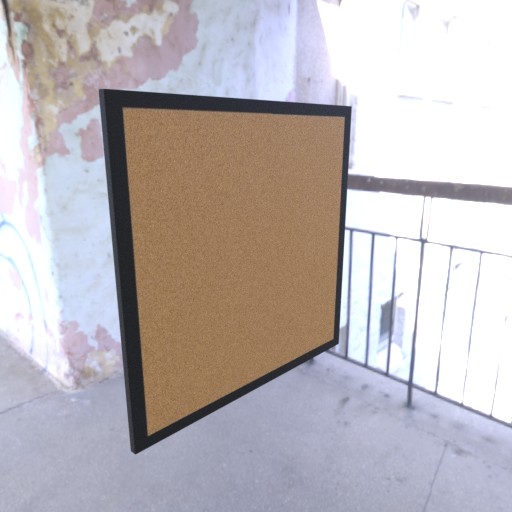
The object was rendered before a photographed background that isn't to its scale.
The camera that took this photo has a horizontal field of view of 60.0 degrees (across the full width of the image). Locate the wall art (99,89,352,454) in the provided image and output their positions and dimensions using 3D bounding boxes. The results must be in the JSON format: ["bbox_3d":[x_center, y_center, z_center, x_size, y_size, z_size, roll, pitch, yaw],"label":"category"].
[{"bbox_3d":[0.000,0.000,0.987,0.663,0.659,0.016,-15,21,-42],"label":"wall art"}]
